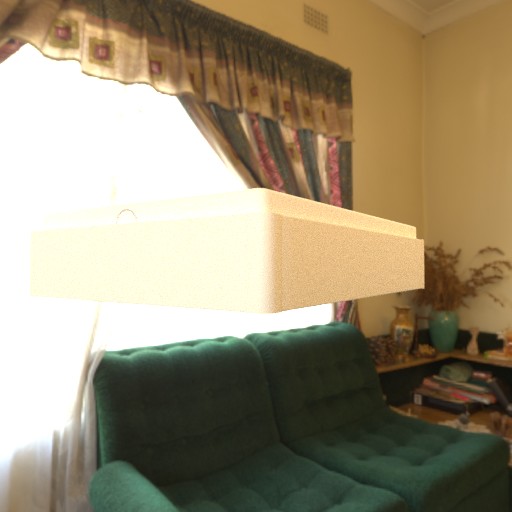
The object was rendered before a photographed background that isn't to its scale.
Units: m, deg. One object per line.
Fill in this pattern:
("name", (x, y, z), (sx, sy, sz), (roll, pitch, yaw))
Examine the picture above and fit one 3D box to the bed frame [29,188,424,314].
("bed frame", (0.000, 0.000, 2.533), (1.400, 0.406, 1.900), (-1, -1, 35))
